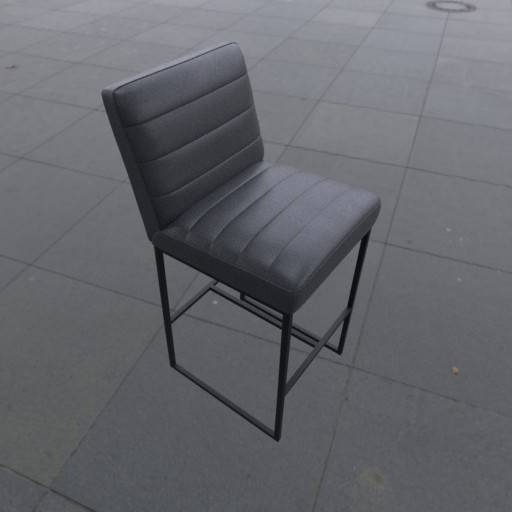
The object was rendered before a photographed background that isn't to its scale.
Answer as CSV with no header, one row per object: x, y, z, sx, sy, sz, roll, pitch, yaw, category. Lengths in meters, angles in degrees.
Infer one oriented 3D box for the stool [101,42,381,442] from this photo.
0.000,0.000,1.332,0.552,1.040,0.457,26,48,26,stool
